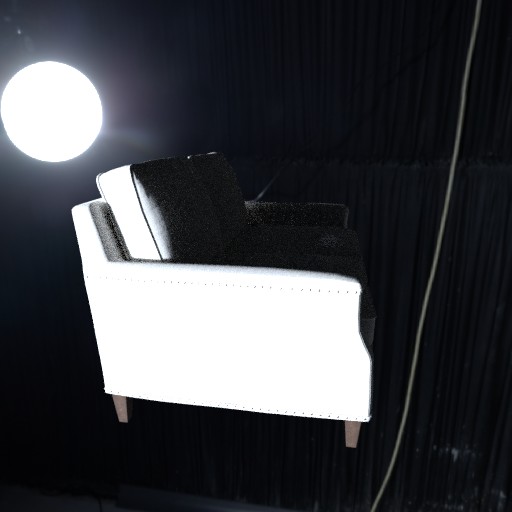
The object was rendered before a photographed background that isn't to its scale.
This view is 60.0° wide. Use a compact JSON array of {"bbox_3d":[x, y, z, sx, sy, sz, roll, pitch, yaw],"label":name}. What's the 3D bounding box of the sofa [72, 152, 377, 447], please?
[{"bbox_3d":[0.000,0.000,2.259,1.084,1.003,1.597,3,16,9],"label":"sofa"}]
